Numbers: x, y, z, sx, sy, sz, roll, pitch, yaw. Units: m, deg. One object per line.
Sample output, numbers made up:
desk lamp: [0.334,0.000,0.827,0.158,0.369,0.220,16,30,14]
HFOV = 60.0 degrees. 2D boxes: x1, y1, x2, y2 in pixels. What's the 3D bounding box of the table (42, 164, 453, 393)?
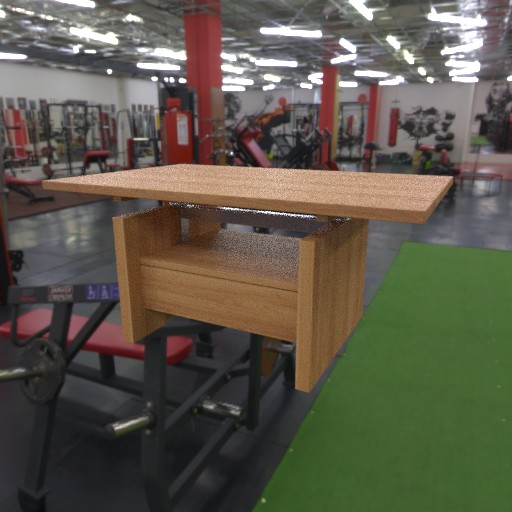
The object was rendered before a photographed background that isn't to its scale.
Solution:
table: [0.000,0.000,1.471,1.100,0.510,0.700,8,18,26]
